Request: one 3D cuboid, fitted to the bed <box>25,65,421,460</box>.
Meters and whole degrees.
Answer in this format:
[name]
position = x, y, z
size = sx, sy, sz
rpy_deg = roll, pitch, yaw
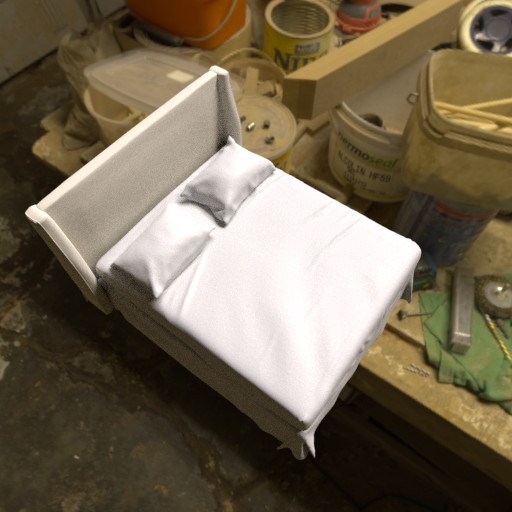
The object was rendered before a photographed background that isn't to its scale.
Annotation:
[bed]
position = 0.000, 0.000, 3.388
size = 2.276, 1.332, 1.925
rpy_deg = 33, 63, 19
